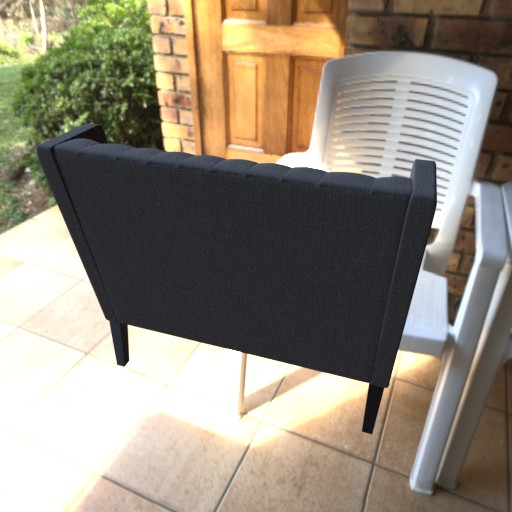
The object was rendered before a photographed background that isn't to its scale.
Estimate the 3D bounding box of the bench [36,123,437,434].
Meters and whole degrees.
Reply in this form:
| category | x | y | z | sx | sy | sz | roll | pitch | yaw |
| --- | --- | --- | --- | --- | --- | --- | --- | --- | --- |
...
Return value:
| category | x | y | z | sx | sy | sz | roll | pitch | yaw |
| --- | --- | --- | --- | --- | --- | --- | --- | --- | --- |
| bench | 0.000 | 0.000 | 1.923 | 1.276 | 1.121 | 0.842 | 10 | 34 | 15 |
